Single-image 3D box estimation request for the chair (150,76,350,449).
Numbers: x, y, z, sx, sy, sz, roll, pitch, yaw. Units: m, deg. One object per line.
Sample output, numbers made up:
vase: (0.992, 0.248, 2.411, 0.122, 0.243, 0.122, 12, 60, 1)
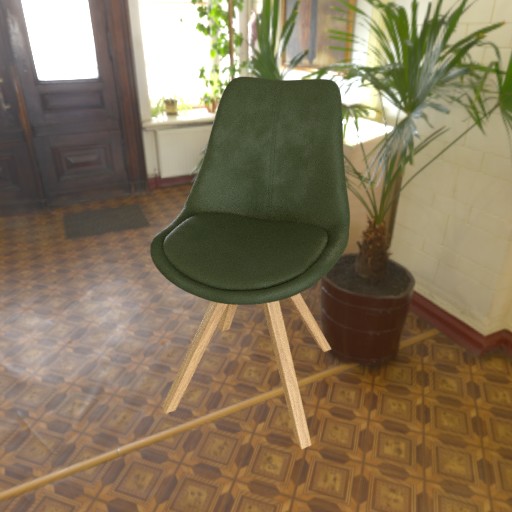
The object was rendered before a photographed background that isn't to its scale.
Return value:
chair: (0.000, 0.000, 1.216, 0.483, 0.865, 0.547, 8, 29, 16)
